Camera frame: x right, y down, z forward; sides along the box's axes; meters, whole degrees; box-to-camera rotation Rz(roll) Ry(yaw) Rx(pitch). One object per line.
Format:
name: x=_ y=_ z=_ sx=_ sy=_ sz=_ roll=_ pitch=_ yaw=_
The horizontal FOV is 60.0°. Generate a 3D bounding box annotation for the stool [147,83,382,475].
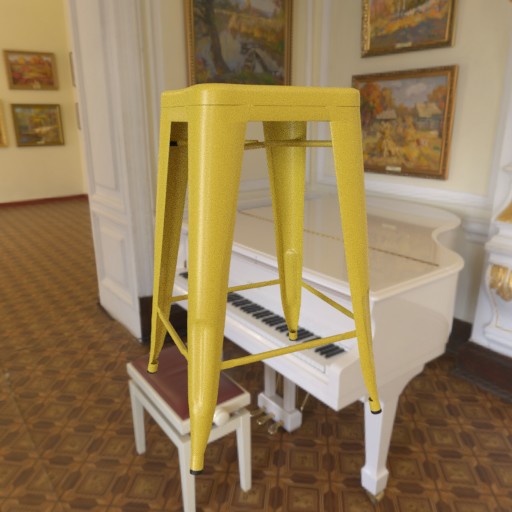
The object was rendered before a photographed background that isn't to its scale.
stool: x=0.000 y=0.000 z=0.866 sx=0.399 sy=0.609 sz=0.359 roll=-8 pitch=19 yaw=-24
